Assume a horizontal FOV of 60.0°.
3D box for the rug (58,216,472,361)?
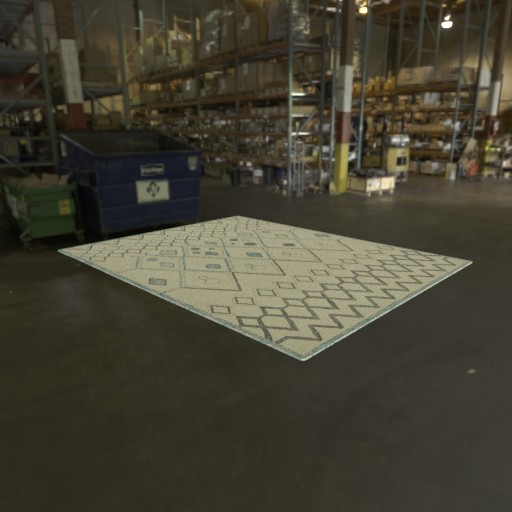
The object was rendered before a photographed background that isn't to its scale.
[{"bbox_3d":[0.000,0.000,4.156,3.056,0.013,2.441,15,22,42],"label":"rug"}]
